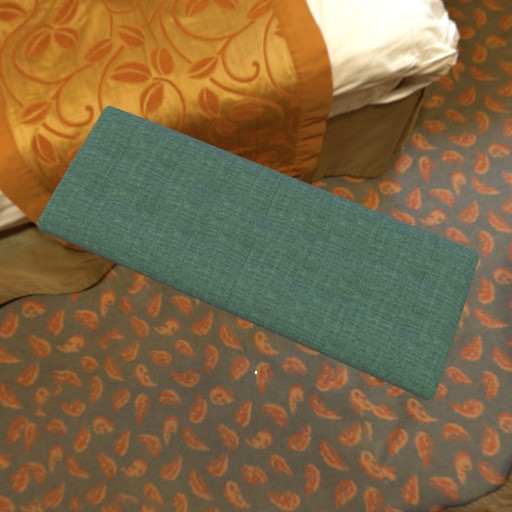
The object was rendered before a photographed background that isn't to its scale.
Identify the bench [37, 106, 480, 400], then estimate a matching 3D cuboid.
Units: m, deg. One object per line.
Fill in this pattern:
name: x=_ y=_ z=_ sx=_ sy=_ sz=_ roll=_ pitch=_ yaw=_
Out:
bench: x=0.000 y=0.000 z=1.339 sx=1.118 sy=0.432 sz=0.406 roll=23 pitch=76 yaw=6
